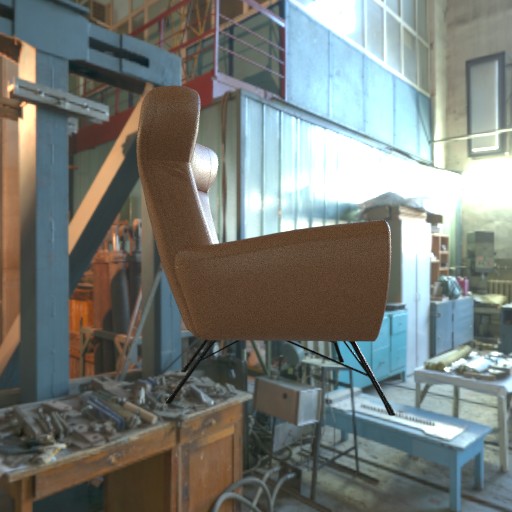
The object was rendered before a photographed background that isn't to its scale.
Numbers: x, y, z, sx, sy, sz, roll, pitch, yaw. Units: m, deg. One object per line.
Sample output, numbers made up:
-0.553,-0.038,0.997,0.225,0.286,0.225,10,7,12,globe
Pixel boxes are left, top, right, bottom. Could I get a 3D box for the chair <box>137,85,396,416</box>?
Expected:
0.000,0.000,1.798,0.900,1.050,0.980,0,0,-2,chair
